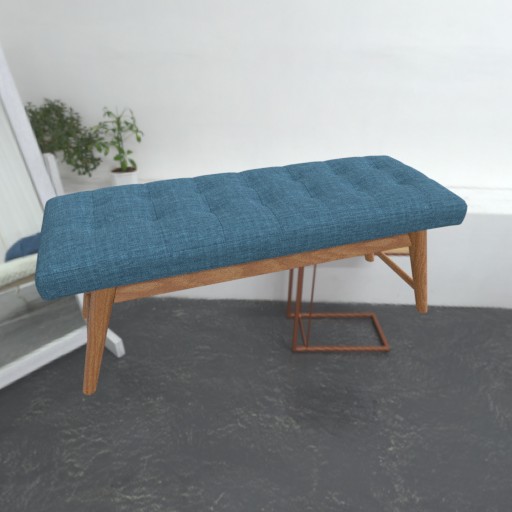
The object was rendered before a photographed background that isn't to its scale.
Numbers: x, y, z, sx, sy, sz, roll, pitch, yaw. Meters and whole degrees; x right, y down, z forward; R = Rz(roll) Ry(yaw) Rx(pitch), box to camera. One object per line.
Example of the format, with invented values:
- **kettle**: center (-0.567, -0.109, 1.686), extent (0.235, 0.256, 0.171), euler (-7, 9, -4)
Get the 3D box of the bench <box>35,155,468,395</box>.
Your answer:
- **bench**: center (0.000, 0.000, 1.327), extent (1.118, 0.432, 0.406), euler (-10, 33, -16)
